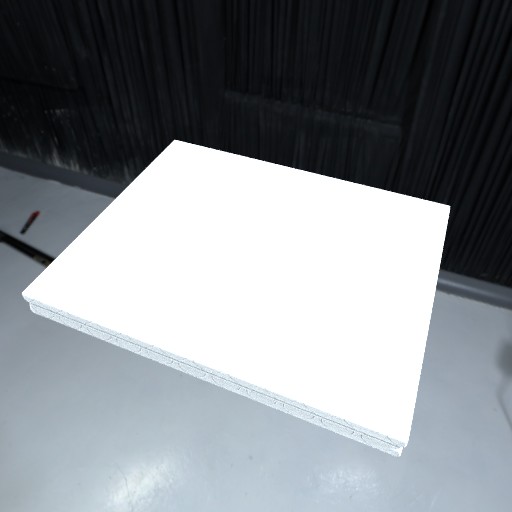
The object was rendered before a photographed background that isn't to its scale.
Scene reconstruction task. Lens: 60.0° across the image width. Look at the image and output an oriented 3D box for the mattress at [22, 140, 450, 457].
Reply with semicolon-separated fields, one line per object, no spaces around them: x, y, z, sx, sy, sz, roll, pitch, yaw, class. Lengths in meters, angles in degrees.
0.000;0.000;2.620;2.000;0.200;1.600;17;49;15;mattress
